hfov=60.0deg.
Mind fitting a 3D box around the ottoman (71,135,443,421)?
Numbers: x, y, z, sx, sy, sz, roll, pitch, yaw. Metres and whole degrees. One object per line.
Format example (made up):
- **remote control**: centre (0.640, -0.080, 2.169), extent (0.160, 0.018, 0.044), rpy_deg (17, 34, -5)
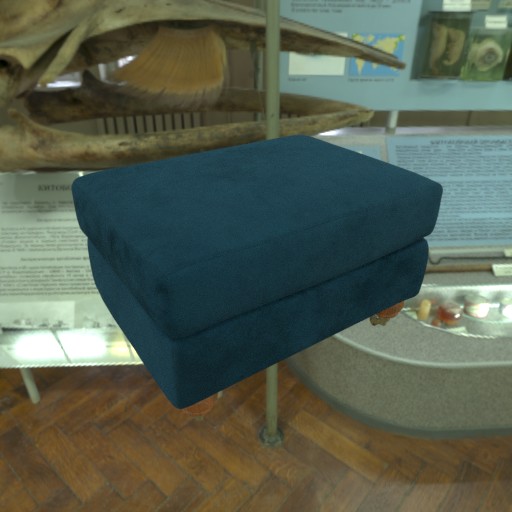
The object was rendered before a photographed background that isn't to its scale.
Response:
- **ottoman**: centre (0.000, 0.000, 1.189), extent (0.773, 0.503, 0.572), rpy_deg (-19, 35, -29)
